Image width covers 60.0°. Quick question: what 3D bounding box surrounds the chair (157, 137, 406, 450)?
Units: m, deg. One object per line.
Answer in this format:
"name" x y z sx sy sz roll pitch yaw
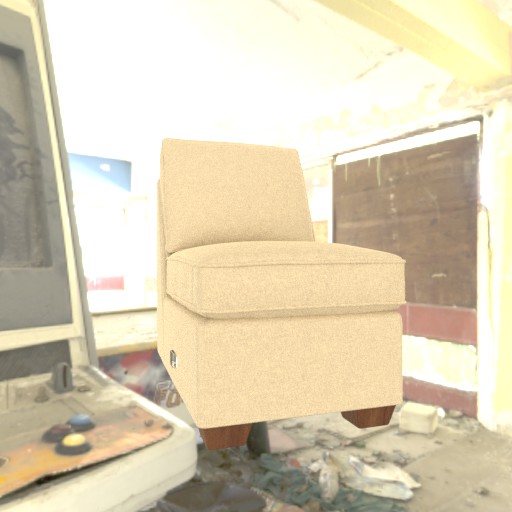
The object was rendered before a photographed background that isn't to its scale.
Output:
"chair" 0.000 0.000 1.583 0.621 0.970 0.938 0 0 -18
